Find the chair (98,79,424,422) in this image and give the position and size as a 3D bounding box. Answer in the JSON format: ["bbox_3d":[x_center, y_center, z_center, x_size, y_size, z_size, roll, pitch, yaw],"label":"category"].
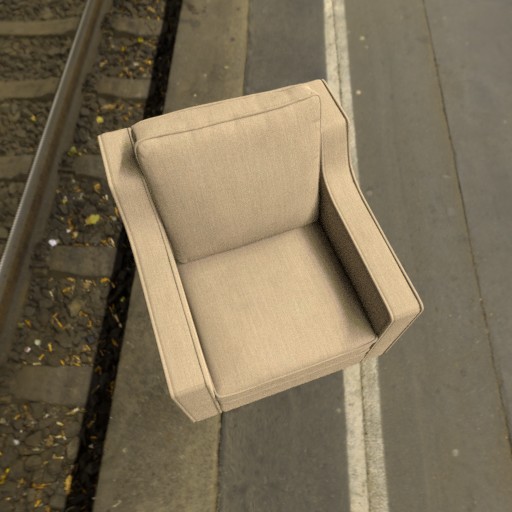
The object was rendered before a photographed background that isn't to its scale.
[{"bbox_3d":[0.000,0.000,1.670,0.831,0.960,0.909,-17,64,-9],"label":"chair"}]
